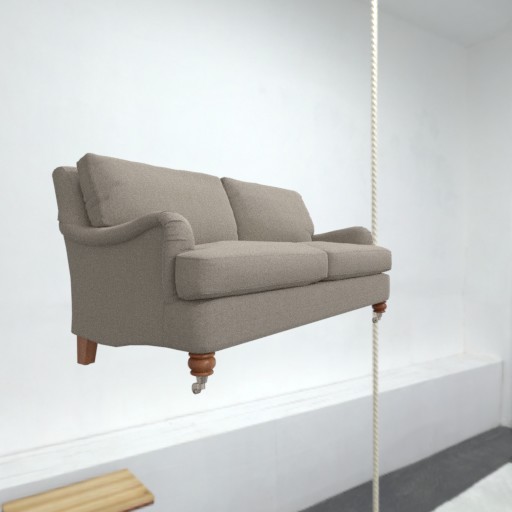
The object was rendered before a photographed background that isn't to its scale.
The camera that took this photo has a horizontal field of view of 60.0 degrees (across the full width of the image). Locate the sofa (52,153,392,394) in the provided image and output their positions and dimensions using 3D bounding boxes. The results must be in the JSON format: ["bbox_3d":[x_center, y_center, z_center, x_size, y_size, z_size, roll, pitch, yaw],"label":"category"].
[{"bbox_3d":[0.000,0.000,2.799,1.087,1.054,2.160,1,2,36],"label":"sofa"}]
